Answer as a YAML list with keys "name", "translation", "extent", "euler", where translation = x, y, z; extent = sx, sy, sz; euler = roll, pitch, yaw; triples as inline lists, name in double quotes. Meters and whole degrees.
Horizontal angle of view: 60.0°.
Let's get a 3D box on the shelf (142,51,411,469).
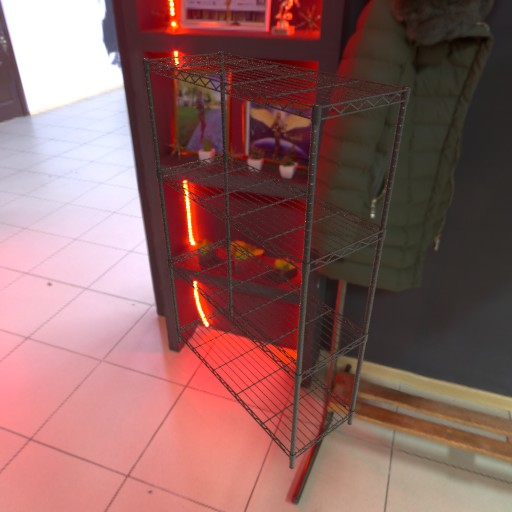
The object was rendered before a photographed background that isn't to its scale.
- name: "shelf"
  translation: [0.000, 0.000, 1.741]
  extent: [0.352, 1.361, 0.907]
  euler: [-22, 38, -31]
